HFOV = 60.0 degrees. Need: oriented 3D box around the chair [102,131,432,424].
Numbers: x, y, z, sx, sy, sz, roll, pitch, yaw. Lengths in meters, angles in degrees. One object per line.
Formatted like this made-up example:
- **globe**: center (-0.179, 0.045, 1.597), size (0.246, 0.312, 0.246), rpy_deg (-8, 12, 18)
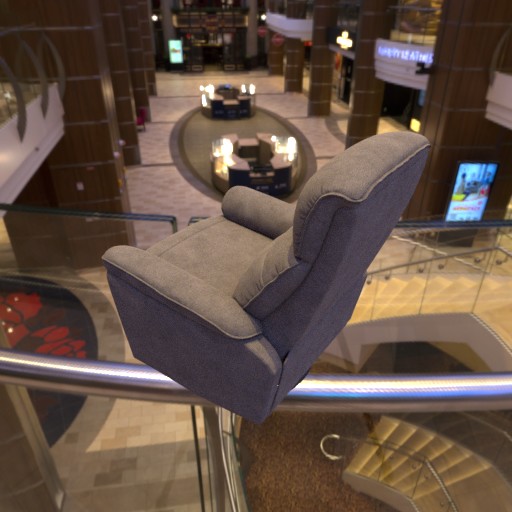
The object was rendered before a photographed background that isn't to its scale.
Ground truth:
- **chair**: center (0.000, 0.000, 1.713), size (1.009, 1.036, 0.830), rpy_deg (21, 37, 30)
